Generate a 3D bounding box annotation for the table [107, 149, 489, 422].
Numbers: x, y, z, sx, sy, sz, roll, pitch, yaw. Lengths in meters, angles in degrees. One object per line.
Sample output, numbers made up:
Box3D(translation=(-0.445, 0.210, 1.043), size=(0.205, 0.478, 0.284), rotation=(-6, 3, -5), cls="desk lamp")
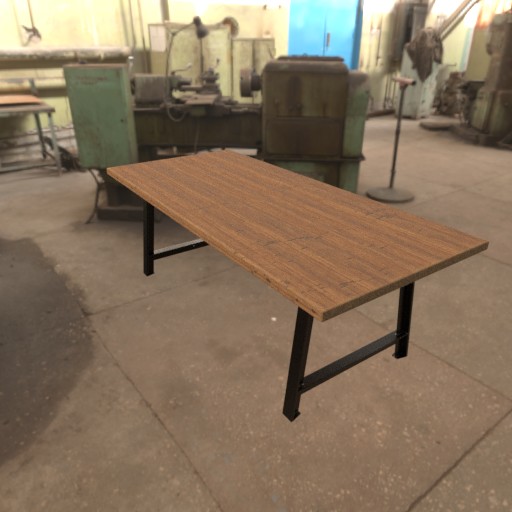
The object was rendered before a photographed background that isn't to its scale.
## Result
Box3D(translation=(0.000, 0.000, 2.689), size=(1.000, 0.757, 2.200), rotation=(-17, 31, -31), cls="table")
